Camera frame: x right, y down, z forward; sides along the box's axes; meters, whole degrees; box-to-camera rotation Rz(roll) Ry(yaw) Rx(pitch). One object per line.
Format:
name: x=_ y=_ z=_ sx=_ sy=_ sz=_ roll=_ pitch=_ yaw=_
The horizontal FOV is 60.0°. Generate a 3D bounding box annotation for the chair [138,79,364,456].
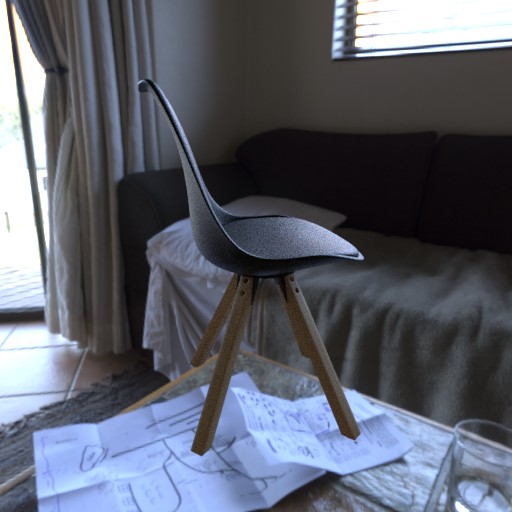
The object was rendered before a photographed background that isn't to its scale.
chair: x=0.000 y=0.000 z=1.178 sx=0.549 sy=0.850 sz=0.485 roll=-2 pitch=16 yaw=-8
